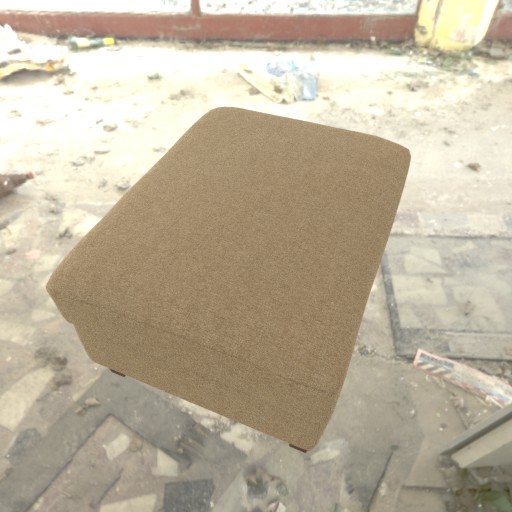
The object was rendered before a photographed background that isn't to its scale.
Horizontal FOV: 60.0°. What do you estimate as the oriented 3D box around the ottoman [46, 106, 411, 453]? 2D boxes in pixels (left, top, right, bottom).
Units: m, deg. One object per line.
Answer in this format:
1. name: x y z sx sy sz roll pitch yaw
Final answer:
1. ottoman: 0.000 0.000 1.305 0.692 0.511 0.889 17 49 15
